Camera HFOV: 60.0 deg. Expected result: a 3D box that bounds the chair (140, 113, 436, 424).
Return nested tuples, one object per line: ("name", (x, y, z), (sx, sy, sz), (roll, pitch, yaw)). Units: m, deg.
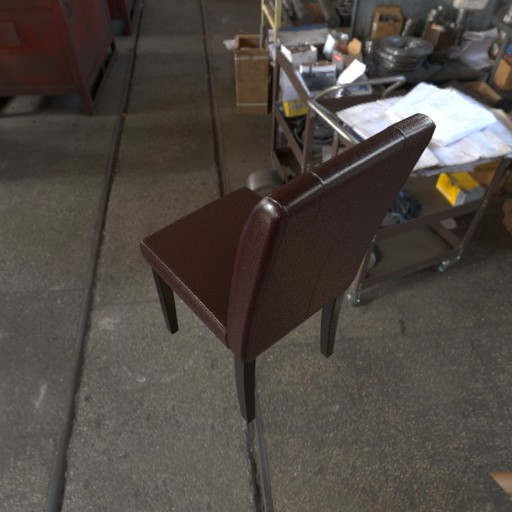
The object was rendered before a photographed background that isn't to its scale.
("chair", (0.000, 0.000, 1.156), (0.399, 0.897, 0.556), (-32, 54, -27))
